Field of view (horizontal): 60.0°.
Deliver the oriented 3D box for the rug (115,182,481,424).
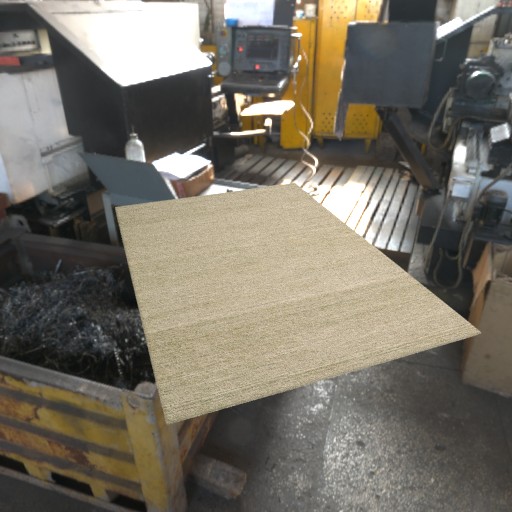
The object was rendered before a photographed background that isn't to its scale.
[{"bbox_3d":[0.000,0.000,5.072,2.782,0.025,3.935,-11,32,-18],"label":"rug"}]
